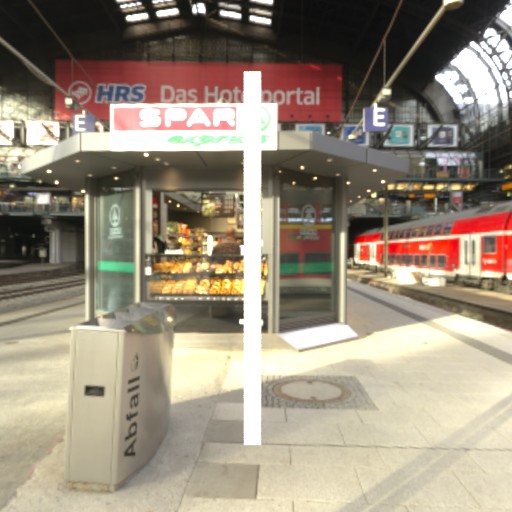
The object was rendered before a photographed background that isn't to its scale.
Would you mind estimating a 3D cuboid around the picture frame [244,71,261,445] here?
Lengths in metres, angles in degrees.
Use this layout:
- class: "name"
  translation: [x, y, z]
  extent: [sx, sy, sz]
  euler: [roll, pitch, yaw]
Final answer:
- class: "picture frame"
  translation: [0.000, 0.000, 1.235]
  extent: [0.029, 0.640, 0.950]
  euler: [0, 1, 1]
